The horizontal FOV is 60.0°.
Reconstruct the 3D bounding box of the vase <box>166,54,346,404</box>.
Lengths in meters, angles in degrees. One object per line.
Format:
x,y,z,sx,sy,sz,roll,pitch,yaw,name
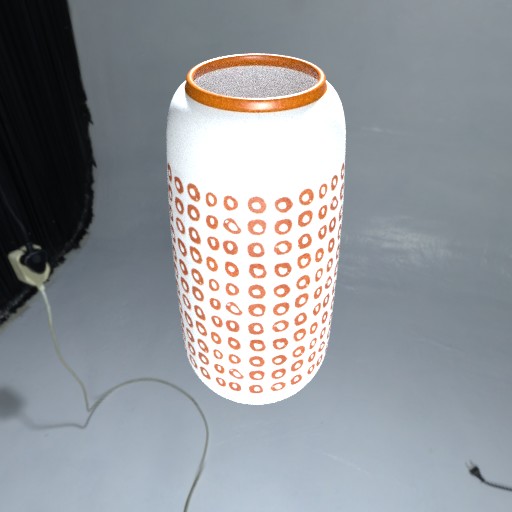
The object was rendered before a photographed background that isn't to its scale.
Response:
0.000,0.000,0.352,0.133,0.282,0.133,0,40,0,vase
